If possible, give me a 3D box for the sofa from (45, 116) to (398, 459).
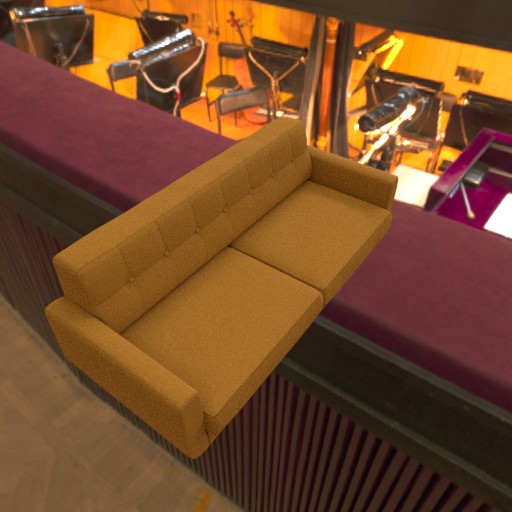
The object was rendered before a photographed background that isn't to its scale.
[{"bbox_3d":[0.000,0.000,2.511,0.909,0.841,2.029,26,48,26],"label":"sofa"}]
